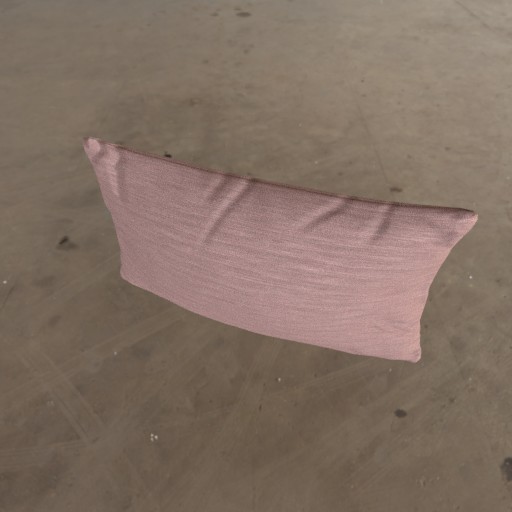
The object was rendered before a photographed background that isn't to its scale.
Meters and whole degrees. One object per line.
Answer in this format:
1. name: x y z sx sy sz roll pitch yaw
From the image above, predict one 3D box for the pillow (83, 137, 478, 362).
1. pillow: 0.000 0.000 0.777 0.633 0.338 0.210 14 44 15
